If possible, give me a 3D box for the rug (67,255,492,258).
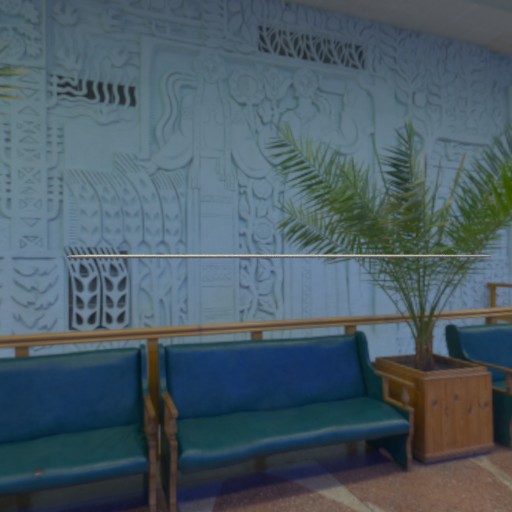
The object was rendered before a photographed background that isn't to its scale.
[{"bbox_3d":[0.000,0.000,4.119,3.039,0.018,2.462,0,0,-18],"label":"rug"}]
